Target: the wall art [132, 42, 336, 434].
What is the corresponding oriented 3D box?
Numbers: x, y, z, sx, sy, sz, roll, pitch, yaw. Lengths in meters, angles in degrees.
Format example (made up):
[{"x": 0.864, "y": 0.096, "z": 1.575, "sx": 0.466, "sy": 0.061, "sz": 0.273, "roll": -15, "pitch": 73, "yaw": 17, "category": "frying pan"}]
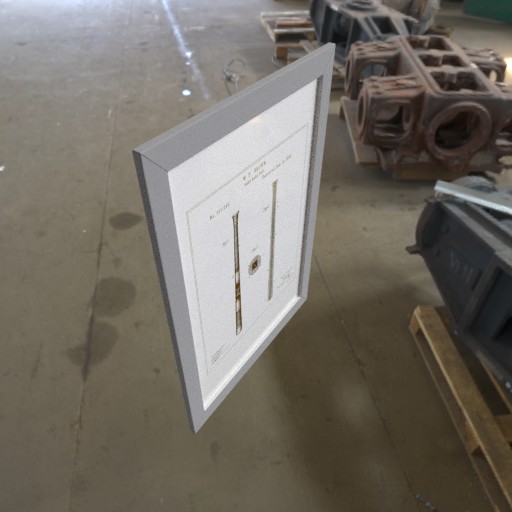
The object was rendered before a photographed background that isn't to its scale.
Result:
[{"x": 0.000, "y": 0.000, "z": 0.686, "sx": 0.012, "sy": 0.529, "sz": 0.374, "roll": 25, "pitch": 48, "yaw": 25, "category": "wall art"}]
